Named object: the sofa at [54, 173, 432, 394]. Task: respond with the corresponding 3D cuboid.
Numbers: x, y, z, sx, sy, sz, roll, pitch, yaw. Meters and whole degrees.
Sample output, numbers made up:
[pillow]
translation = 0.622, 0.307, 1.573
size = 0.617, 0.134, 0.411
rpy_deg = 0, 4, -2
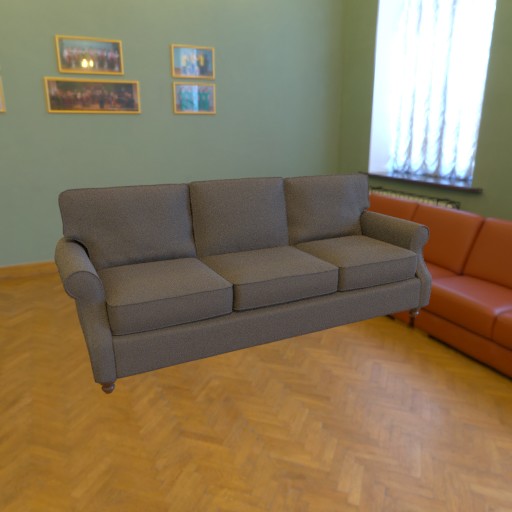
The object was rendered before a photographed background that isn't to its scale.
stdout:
[sofa]
translation = 0.000, 0.000, 2.865
size = 2.353, 0.948, 0.966
rpy_deg = -8, 18, -26
